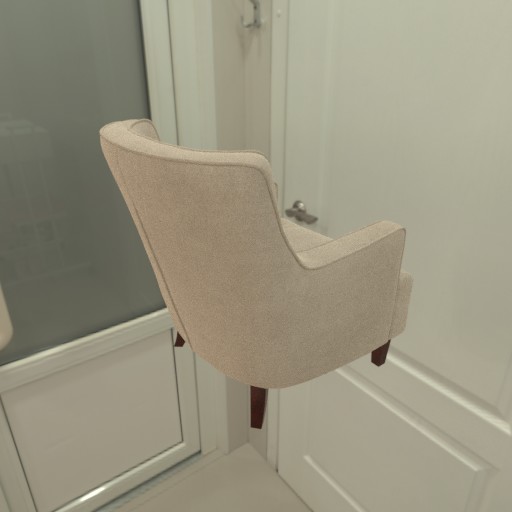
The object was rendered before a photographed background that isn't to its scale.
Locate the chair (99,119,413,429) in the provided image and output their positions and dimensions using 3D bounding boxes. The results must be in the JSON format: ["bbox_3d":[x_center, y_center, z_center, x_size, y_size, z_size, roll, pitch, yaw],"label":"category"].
[{"bbox_3d":[0.000,0.000,1.588,0.910,0.920,0.781,-18,31,-33],"label":"chair"}]
